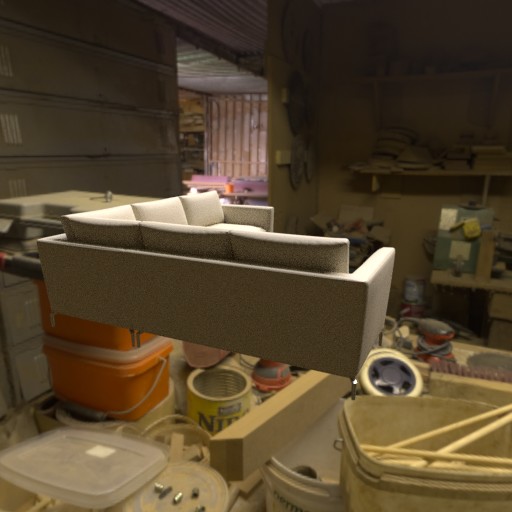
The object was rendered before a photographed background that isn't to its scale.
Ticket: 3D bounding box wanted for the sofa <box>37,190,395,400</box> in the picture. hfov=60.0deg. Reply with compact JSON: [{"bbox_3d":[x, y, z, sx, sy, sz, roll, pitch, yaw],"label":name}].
[{"bbox_3d":[0.000,0.000,3.842,2.430,0.867,2.448,7,15,25],"label":"sofa"}]
